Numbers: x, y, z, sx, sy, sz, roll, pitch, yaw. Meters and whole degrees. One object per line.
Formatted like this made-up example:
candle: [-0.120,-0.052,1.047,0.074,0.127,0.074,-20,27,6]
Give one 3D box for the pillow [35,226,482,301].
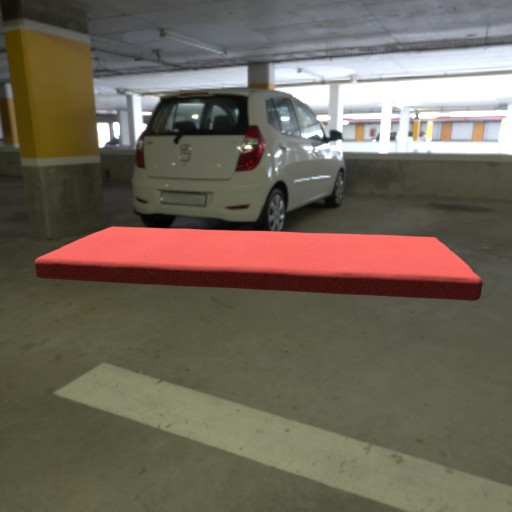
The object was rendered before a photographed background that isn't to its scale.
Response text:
pillow: [0.000,0.000,1.345,1.187,0.081,0.492,2,15,9]
